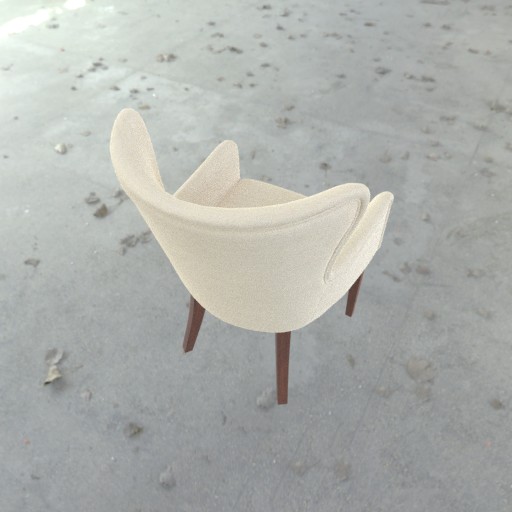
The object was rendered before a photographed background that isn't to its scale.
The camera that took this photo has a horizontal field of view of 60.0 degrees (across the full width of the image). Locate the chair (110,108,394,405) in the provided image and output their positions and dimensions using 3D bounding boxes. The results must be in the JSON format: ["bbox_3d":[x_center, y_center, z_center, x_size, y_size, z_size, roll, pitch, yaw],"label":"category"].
[{"bbox_3d":[0.000,0.000,1.473,0.696,0.990,0.744,23,50,21],"label":"chair"}]
